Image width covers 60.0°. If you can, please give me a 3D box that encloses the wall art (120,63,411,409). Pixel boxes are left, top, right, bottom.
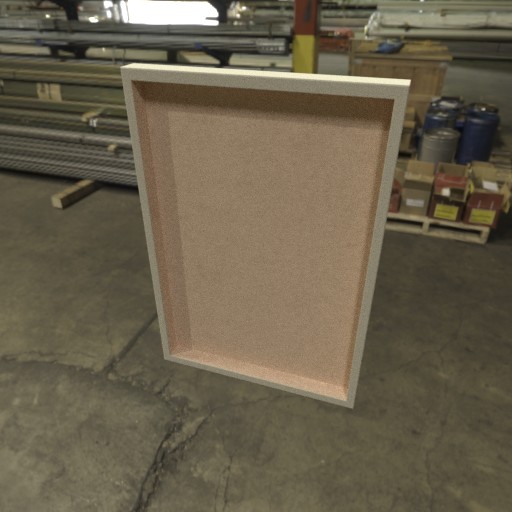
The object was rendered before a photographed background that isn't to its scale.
[{"bbox_3d":[0.000,0.000,0.786,0.418,0.608,0.038,10,34,16],"label":"wall art"}]
